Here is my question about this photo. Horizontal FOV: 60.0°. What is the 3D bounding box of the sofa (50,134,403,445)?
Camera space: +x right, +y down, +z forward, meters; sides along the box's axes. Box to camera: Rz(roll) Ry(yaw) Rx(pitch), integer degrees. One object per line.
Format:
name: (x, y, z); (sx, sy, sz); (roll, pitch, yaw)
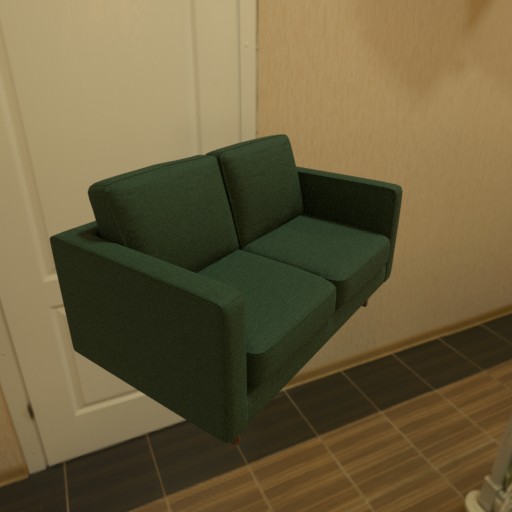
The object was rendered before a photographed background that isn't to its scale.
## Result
sofa: (0.000, 0.000, 2.041); (0.879, 0.899, 1.430); (17, 31, 32)
